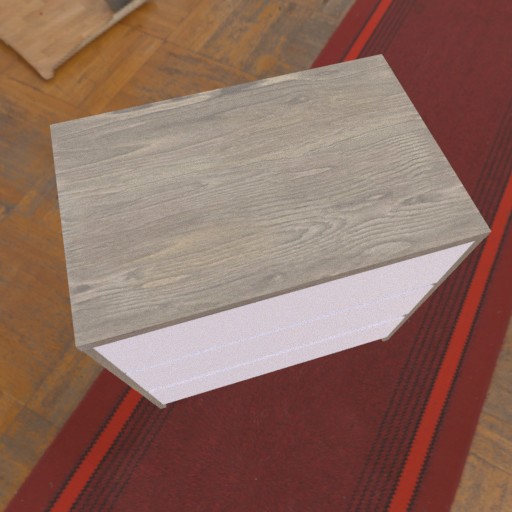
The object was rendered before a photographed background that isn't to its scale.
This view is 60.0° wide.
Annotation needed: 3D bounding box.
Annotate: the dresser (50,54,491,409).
[{"bbox_3d":[0.000,0.000,1.274,0.809,0.762,0.529,-15,64,-7],"label":"dresser"}]
